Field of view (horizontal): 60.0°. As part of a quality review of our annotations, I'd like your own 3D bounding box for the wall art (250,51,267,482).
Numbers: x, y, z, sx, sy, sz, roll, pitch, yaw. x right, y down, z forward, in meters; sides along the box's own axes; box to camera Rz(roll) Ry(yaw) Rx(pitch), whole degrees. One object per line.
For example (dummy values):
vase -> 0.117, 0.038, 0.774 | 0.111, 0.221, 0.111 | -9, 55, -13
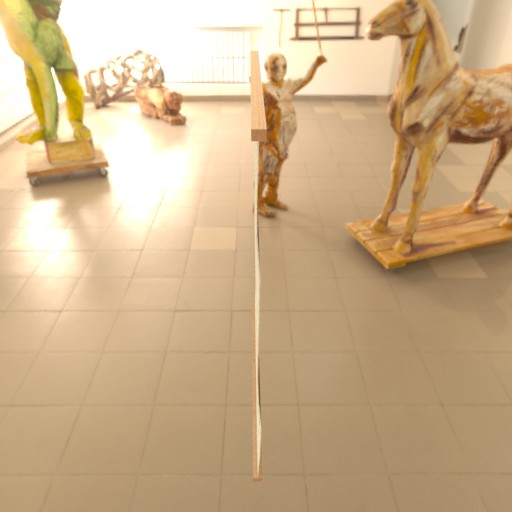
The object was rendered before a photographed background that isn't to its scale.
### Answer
wall art -> 0.000, 0.000, 0.667 | 0.013, 0.508, 0.406 | 0, 33, -1
